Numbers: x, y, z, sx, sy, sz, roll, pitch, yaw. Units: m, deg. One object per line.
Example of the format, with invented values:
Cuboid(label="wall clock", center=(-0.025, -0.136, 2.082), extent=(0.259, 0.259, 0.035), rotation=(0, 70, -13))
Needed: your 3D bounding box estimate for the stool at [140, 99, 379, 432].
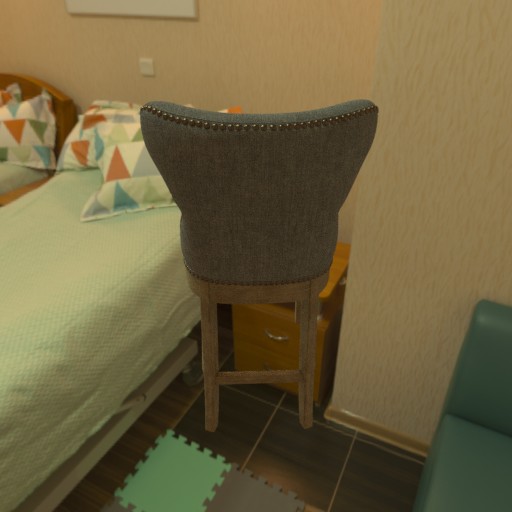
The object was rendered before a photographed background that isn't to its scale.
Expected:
Cuboid(label="stool", center=(0.000, 0.000, 1.325), extent=(0.498, 0.981, 0.608), rotation=(-1, 31, -2))
